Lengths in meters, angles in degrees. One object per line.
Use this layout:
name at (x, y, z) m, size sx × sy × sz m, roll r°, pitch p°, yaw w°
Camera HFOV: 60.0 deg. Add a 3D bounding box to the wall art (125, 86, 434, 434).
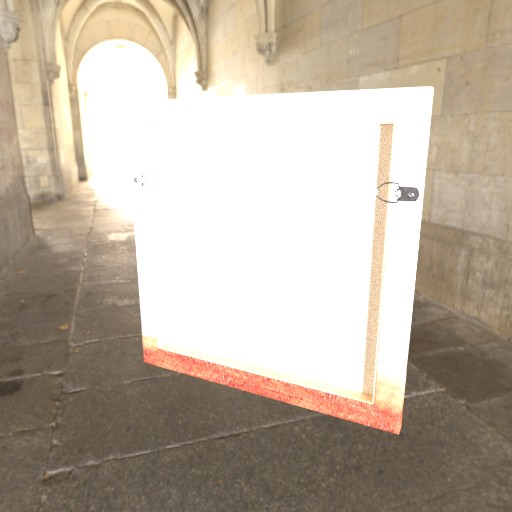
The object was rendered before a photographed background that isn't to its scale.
wall art at (0.000, 0.000, 1.113) m, size 0.760 × 0.760 × 0.042 m, roll 7°, pitch 17°, yaw 26°
